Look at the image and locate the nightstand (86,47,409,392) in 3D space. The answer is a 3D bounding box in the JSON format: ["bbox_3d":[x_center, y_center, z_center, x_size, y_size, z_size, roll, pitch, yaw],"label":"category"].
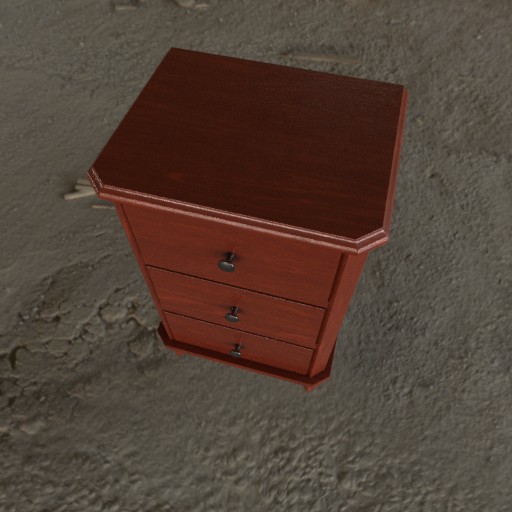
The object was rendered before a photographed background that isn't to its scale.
[{"bbox_3d":[0.000,0.000,0.954,0.435,0.681,0.351,13,58,8],"label":"nightstand"}]
